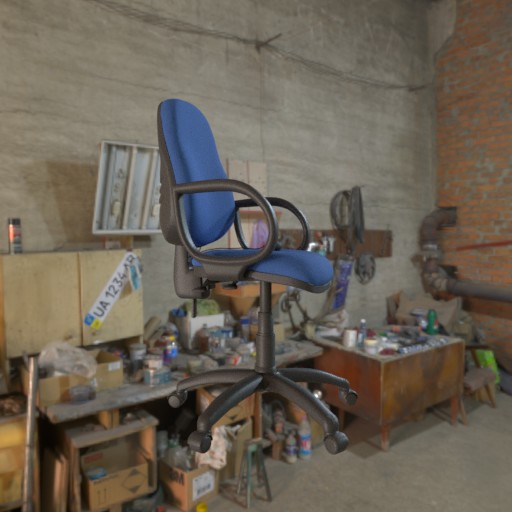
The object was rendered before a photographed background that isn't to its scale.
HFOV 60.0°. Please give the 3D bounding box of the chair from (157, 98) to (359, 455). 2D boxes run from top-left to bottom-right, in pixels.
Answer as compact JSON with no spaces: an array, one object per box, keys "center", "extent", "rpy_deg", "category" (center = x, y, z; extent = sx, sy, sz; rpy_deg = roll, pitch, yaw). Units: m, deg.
[{"center":[0.000,0.000,1.247],"extent":[0.549,0.905,0.552],"rpy_deg":[0,2,17],"category":"chair"}]
